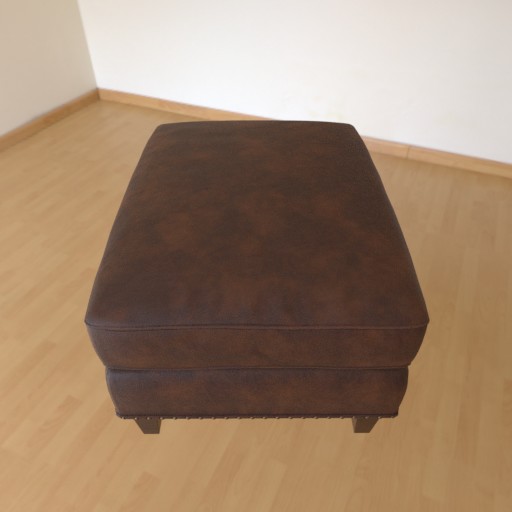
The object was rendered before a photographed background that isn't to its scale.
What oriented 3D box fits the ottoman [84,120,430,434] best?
[{"bbox_3d":[0.000,0.000,1.099,0.586,0.486,0.742,0,41,0],"label":"ottoman"}]
